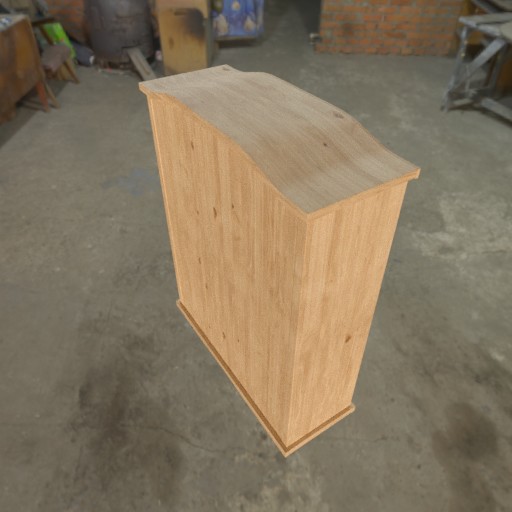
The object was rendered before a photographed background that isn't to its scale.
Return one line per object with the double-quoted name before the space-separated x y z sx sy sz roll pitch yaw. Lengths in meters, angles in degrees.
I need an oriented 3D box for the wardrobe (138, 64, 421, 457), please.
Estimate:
"wardrobe" 0.000 0.000 2.659 0.570 1.870 1.500 -23 46 -25
